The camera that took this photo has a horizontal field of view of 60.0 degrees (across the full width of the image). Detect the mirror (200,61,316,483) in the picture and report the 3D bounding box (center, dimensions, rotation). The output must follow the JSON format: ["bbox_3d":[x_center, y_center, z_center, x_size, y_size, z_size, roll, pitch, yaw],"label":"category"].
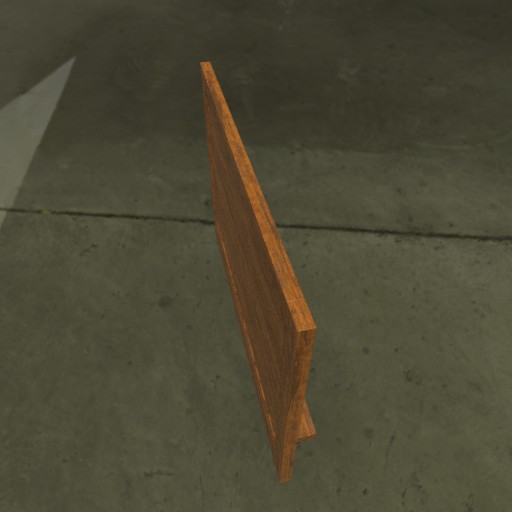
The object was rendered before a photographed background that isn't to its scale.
[{"bbox_3d":[0.000,0.000,0.962,0.084,0.537,0.758,-10,47,-9],"label":"mirror"}]
